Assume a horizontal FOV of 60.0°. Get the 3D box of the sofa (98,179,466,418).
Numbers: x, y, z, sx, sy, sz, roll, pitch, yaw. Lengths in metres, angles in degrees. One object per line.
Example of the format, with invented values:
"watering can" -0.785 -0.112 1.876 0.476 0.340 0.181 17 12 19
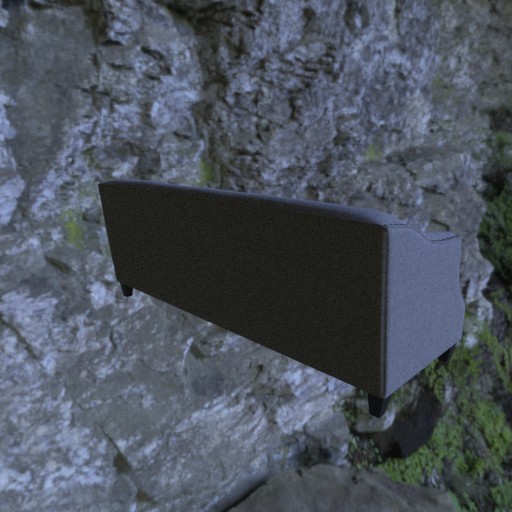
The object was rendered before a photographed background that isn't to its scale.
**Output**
"sofa" 0.000 0.000 2.740 0.914 0.901 2.235 -14 20 -43
